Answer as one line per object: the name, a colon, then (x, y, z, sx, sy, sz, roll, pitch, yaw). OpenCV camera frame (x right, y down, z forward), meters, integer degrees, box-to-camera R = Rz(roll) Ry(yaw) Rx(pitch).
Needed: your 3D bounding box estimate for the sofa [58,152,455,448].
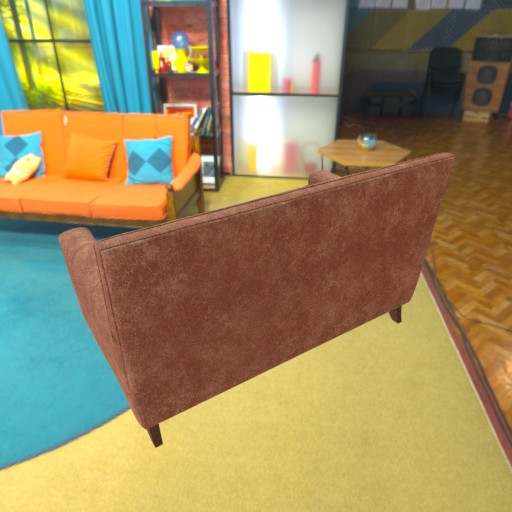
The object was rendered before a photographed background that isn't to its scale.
sofa: (0.000, 0.000, 1.967, 1.473, 0.871, 0.787, -18, 34, -29)
